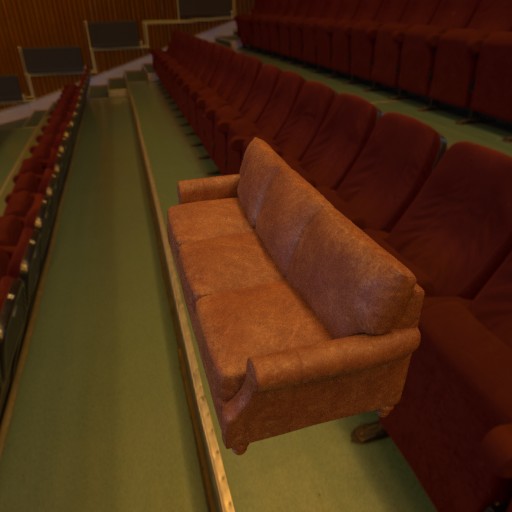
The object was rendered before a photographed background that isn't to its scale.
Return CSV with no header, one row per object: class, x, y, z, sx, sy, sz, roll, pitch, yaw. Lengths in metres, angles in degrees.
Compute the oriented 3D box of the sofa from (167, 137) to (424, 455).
sofa,0.000,0.000,2.917,0.973,0.977,2.351,-9,31,-14
